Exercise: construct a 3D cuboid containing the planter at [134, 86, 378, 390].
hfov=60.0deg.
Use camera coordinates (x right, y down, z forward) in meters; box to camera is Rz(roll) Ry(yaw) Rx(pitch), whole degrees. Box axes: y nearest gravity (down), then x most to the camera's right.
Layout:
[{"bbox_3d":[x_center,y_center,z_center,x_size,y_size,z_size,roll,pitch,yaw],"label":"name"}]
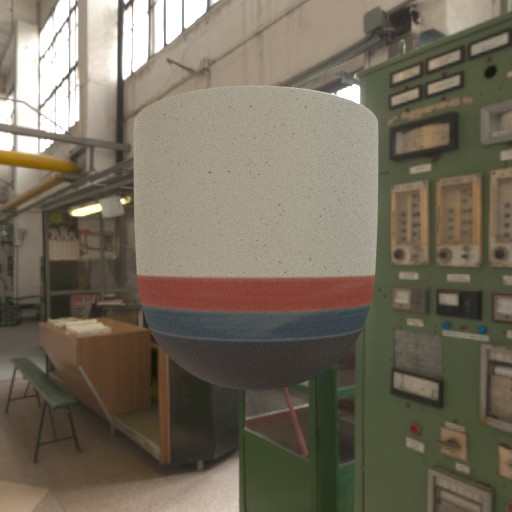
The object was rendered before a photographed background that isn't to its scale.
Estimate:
[{"bbox_3d":[0.000,0.000,0.381,0.204,0.214,0.204,0,-1,0],"label":"planter"}]
